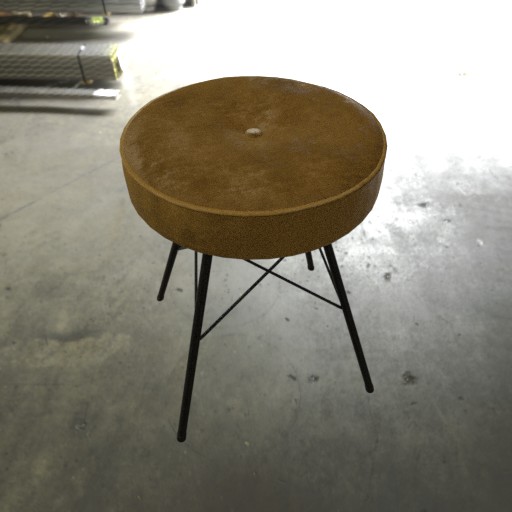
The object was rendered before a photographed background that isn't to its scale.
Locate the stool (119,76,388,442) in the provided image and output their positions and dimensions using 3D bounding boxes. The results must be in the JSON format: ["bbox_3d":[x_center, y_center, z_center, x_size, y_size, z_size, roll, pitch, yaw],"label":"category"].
[{"bbox_3d":[0.000,0.000,0.911,0.472,0.595,0.438,-9,46,-9],"label":"stool"}]
